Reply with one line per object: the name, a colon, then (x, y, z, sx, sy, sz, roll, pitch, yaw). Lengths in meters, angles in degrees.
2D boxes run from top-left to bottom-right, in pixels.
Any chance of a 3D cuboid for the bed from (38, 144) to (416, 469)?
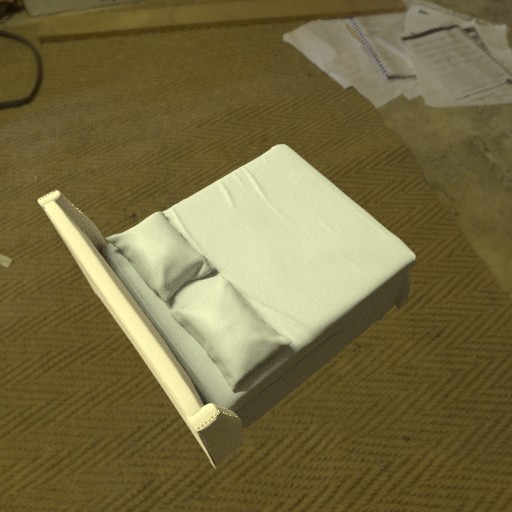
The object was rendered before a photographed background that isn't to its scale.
bed: (0.000, 0.000, 3.487, 2.276, 1.332, 1.925, -34, 63, -20)
